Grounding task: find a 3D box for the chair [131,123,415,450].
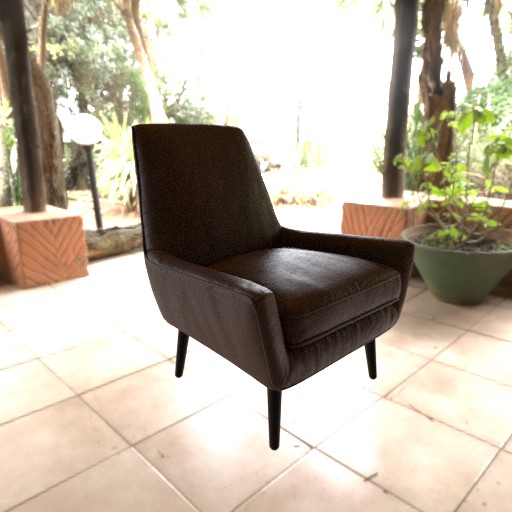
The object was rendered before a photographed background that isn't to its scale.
[{"bbox_3d":[0.000,0.000,1.526,0.824,0.888,0.787,14,20,43],"label":"chair"}]
